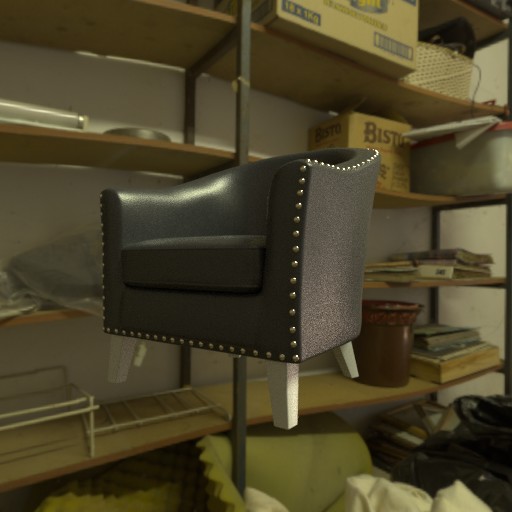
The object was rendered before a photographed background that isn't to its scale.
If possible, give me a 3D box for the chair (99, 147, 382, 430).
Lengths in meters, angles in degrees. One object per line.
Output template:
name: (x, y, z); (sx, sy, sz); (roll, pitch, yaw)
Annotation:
chair: (0.000, 0.000, 1.503); (0.794, 0.823, 0.748); (0, 0, 36)
